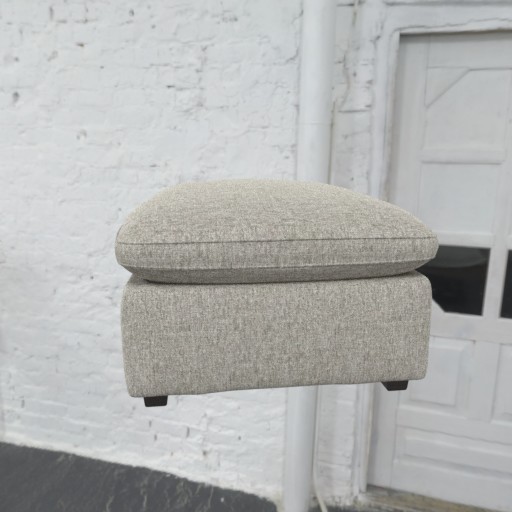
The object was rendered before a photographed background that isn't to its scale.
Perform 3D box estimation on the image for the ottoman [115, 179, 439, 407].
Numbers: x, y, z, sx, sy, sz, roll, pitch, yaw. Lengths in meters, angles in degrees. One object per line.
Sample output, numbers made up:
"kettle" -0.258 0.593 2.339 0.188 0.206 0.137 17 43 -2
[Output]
"ottoman" 0.000 0.000 1.351 0.694 0.451 0.977 -2 13 -7
